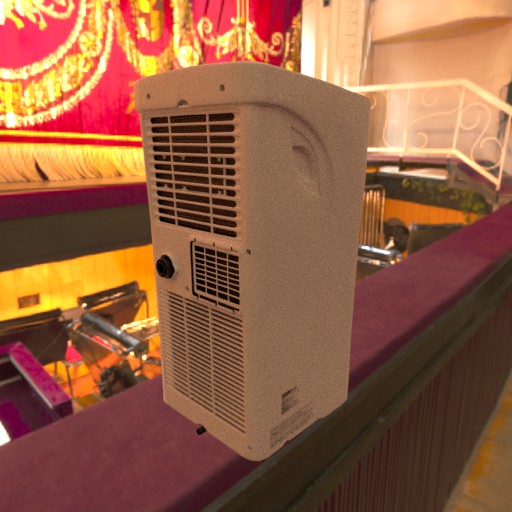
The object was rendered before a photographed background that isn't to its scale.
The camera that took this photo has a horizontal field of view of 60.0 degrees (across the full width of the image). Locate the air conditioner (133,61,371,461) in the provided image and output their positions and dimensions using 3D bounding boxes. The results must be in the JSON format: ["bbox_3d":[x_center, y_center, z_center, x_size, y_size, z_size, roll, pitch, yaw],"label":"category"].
[{"bbox_3d":[0.000,0.000,0.947,0.352,0.716,0.369,14,20,42],"label":"air conditioner"}]
